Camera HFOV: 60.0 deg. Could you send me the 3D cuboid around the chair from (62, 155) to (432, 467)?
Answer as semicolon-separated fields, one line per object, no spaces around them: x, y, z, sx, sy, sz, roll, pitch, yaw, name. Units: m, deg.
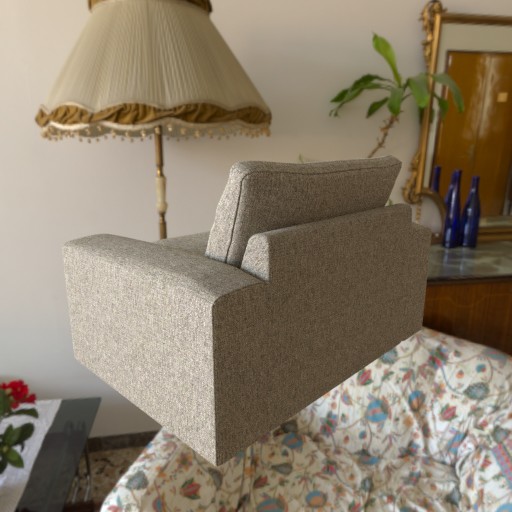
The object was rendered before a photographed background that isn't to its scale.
0.000;0.000;2.040;1.039;0.915;1.398;14;21;42;chair
